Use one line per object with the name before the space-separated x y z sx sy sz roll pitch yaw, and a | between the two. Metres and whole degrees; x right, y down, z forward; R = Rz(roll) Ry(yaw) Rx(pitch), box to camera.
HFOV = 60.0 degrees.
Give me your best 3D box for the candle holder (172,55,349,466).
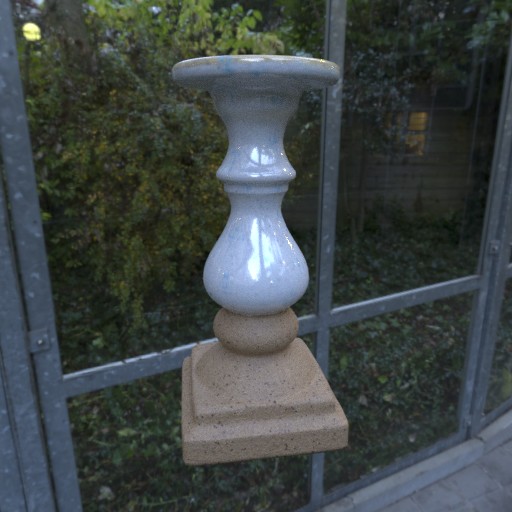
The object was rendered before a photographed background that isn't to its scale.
candle holder | 0.000 0.000 0.303 0.110 0.239 0.110 -2 16 -8
